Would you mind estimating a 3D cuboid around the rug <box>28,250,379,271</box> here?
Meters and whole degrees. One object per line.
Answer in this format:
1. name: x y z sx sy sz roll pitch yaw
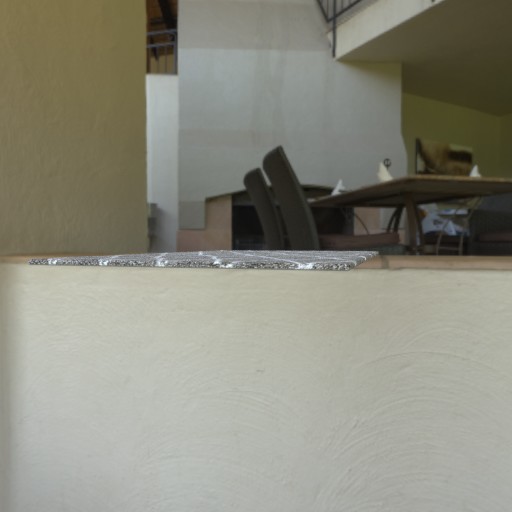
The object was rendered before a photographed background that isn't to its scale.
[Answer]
1. rug: 0.000 0.000 3.046 1.524 0.030 2.438 1 2 18
